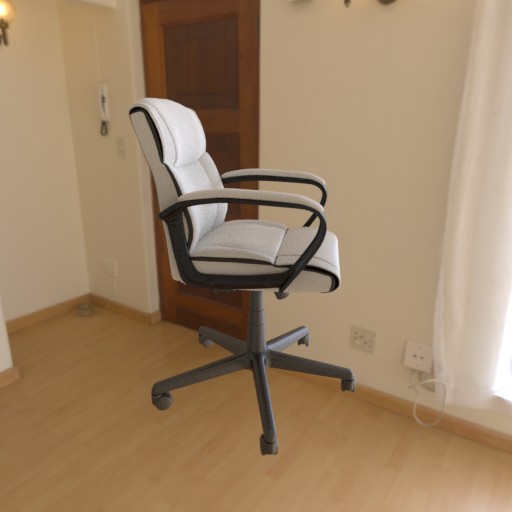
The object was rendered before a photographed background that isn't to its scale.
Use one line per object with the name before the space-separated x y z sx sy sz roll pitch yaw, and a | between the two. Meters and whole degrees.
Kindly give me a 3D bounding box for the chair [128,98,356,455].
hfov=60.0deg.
chair | 0.000 0.000 1.489 0.717 1.004 0.739 3 17 9
